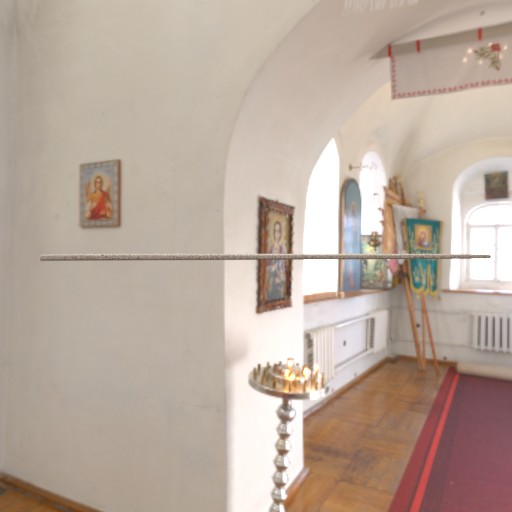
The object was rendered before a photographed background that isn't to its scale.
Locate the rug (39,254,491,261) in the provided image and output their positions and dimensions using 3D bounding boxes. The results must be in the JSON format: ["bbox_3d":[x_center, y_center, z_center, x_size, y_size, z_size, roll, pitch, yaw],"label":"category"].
[{"bbox_3d":[0.000,0.000,3.384,2.743,0.030,1.778,0,0,-17],"label":"rug"}]
